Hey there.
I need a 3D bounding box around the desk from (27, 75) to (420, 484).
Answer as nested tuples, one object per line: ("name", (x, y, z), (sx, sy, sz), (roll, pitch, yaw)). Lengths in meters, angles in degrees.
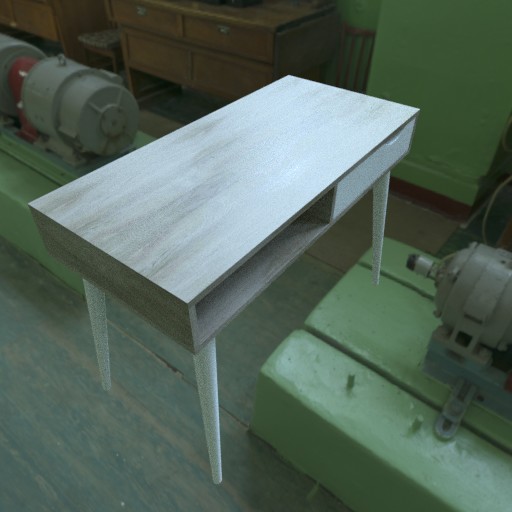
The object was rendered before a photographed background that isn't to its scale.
("desk", (0.000, 0.000, 1.361), (0.491, 0.723, 0.979), (27, 48, 27))
